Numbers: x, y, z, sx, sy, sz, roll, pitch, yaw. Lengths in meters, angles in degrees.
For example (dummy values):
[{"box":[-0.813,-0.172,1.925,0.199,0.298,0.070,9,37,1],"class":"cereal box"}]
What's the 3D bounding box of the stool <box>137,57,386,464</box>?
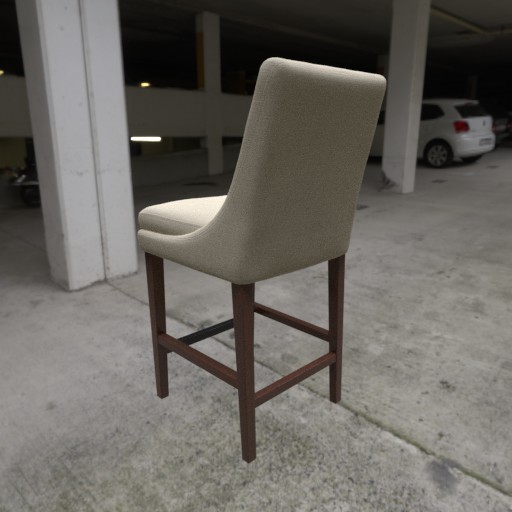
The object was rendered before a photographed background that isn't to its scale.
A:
[{"box":[0.000,0.000,1.299,0.470,0.981,0.577,-15,21,-42],"class":"stool"}]
